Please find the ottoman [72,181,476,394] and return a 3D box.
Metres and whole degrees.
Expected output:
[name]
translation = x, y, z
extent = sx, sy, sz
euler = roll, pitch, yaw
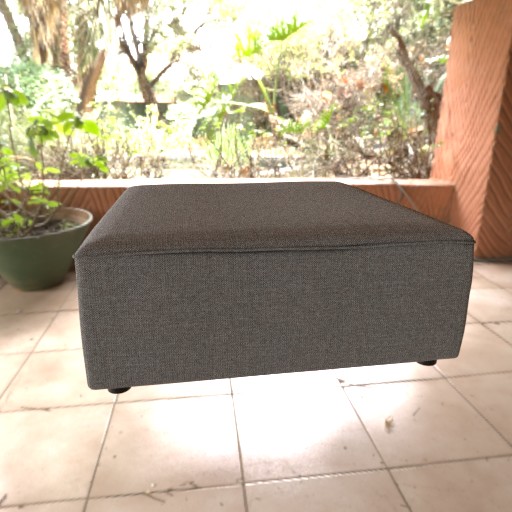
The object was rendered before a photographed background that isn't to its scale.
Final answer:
[ottoman]
translation = 0.000, 0.000, 1.578
extent = 1.023, 0.423, 1.017
euler = -2, 17, -8
